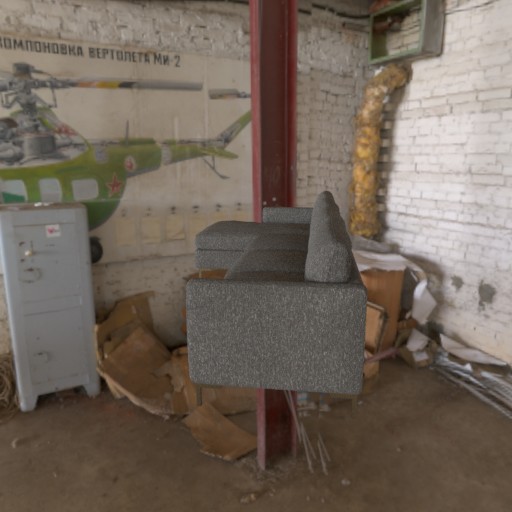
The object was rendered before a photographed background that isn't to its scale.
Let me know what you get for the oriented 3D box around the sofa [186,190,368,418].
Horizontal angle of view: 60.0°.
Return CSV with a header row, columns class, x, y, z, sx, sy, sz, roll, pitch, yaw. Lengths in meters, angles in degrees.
class,x,y,z,sx,sy,sz,roll,pitch,yaw
sofa,0.000,0.000,3.368,1.350,0.810,2.932,2,13,8
